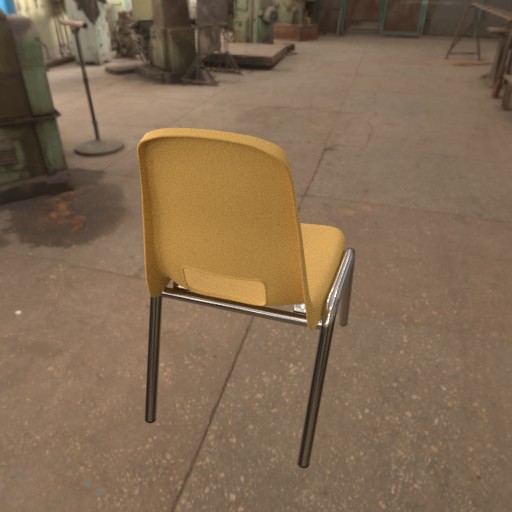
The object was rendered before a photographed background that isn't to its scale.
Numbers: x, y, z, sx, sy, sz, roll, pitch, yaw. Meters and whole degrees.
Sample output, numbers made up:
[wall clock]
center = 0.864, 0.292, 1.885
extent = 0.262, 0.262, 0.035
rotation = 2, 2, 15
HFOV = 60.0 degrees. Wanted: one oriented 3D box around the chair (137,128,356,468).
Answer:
[chair]
center = 0.000, 0.000, 0.839
extent = 0.354, 0.586, 0.423
rotation = 10, 34, 15
